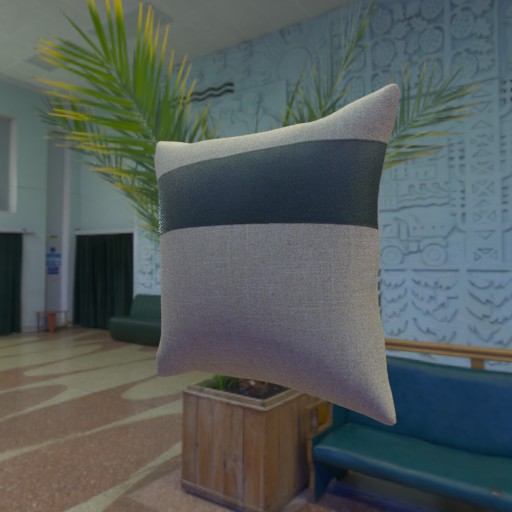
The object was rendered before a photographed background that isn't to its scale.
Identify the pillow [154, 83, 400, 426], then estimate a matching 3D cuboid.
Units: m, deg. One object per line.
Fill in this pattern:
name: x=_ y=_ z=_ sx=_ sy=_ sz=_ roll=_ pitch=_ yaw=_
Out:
pillow: x=0.000 y=0.000 z=0.635 sx=0.414 sy=0.399 sz=0.173 roll=-1 pitch=-2 yaw=36
